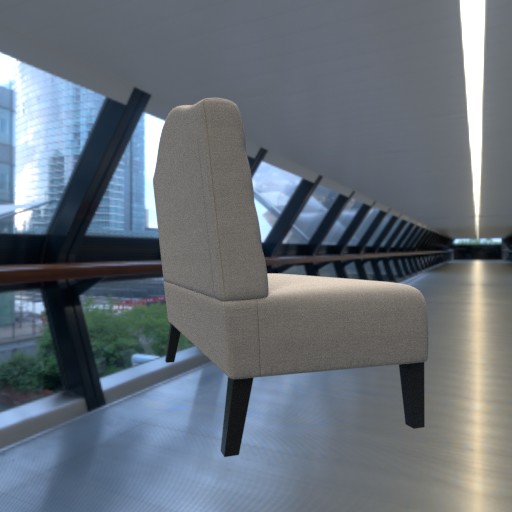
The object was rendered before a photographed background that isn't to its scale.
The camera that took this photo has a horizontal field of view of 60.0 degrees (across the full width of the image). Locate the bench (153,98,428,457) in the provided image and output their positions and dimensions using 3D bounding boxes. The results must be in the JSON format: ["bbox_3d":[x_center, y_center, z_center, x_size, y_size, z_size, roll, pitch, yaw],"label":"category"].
[{"bbox_3d":[0.000,0.000,2.005,0.815,1.180,1.335,0,-1,-19],"label":"bench"}]
